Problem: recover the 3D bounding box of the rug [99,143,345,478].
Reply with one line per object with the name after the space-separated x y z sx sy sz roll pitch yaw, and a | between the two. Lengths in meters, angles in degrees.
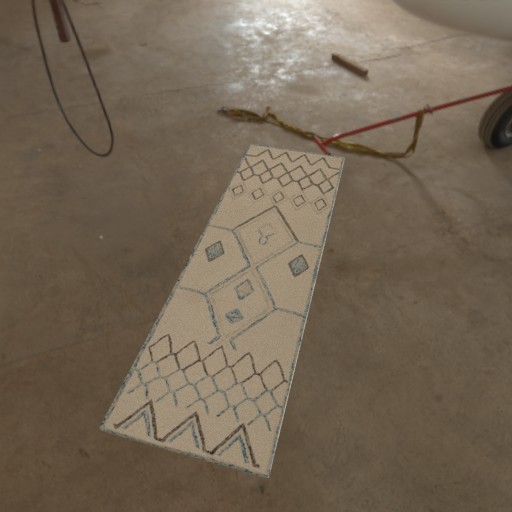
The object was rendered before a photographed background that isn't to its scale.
0.000 0.000 2.700 0.770 0.013 2.434 11 46 11 | rug
